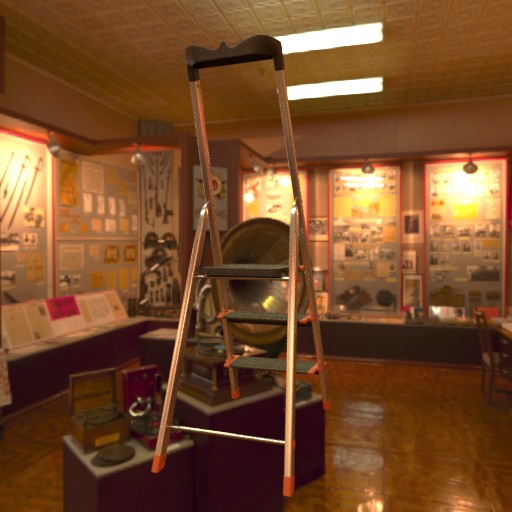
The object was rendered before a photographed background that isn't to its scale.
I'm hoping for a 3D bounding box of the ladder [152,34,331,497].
[{"bbox_3d":[0.000,0.000,1.519,0.416,1.229,0.686,0,1,18],"label":"ladder"}]
